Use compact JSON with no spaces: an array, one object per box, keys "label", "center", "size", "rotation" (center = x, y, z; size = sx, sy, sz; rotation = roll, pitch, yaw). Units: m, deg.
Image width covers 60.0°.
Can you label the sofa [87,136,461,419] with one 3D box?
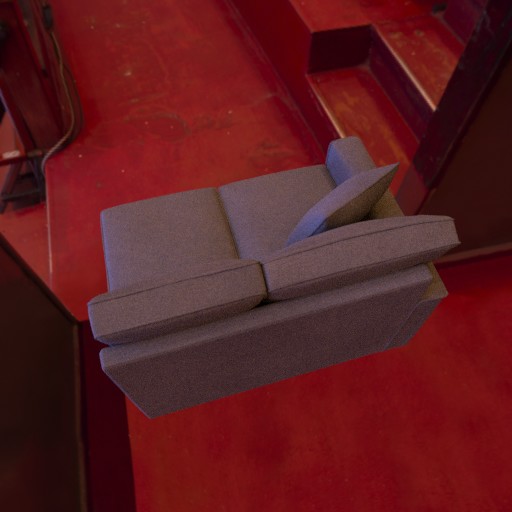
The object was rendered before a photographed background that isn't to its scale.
[{"label":"sofa","center":[0.000,0.000,2.086],"size":[1.388,0.989,0.991],"rotation":[-14,59,-9]}]
